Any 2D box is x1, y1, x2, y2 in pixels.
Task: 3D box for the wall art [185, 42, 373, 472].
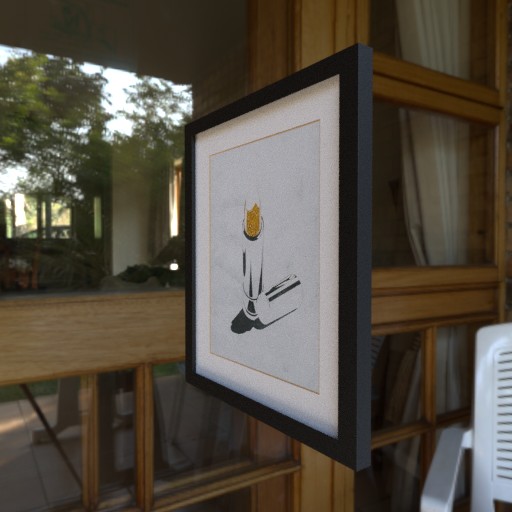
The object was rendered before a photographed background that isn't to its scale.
[{"bbox_3d":[0.000,0.000,0.532,0.019,0.381,0.330,-1,1,-36],"label":"wall art"}]
